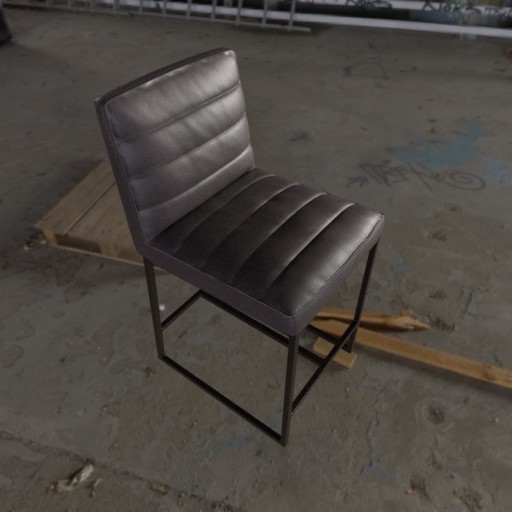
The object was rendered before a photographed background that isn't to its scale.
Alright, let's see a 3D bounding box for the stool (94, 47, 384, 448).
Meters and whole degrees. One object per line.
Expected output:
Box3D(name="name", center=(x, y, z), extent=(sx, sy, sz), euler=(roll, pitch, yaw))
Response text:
Box3D(name="stool", center=(0.000, 0.000, 1.259), extent=(0.562, 0.946, 0.463), euler=(26, 48, 26))
